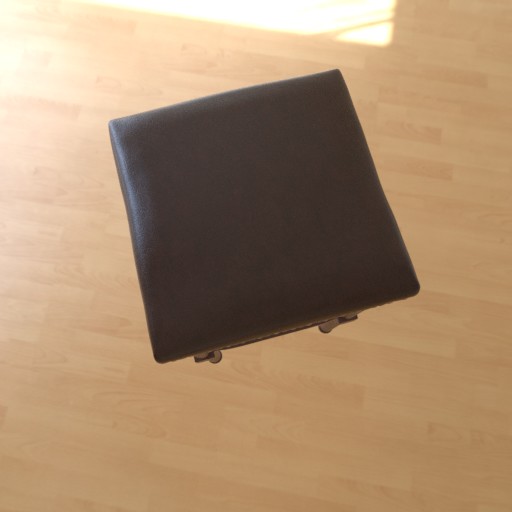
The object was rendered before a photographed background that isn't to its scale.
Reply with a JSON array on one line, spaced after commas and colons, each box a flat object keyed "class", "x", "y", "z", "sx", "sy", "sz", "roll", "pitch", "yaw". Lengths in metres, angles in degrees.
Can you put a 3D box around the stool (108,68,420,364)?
[{"class": "stool", "x": 0.000, "y": 0.000, "z": 0.940, "sx": 0.383, "sy": 0.702, "sz": 0.382, "roll": -14, "pitch": 75, "yaw": -4}]
